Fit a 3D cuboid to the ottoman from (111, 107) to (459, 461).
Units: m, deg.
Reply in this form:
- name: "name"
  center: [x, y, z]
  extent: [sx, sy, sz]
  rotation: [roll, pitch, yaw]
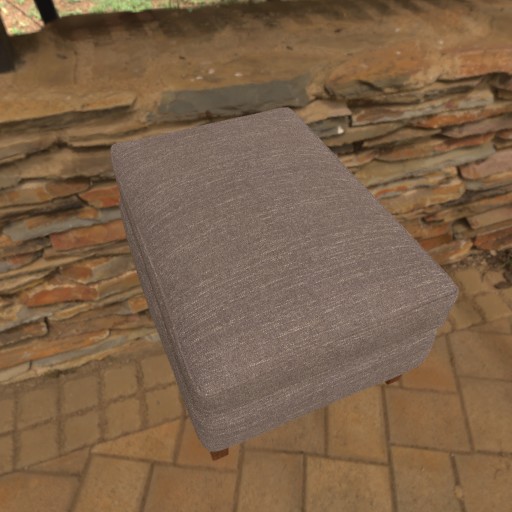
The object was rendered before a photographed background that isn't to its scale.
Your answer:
- name: "ottoman"
  center: [0.000, 0.000, 0.984]
  extent: [0.508, 0.406, 0.686]
  rotation: [-17, 50, -15]
